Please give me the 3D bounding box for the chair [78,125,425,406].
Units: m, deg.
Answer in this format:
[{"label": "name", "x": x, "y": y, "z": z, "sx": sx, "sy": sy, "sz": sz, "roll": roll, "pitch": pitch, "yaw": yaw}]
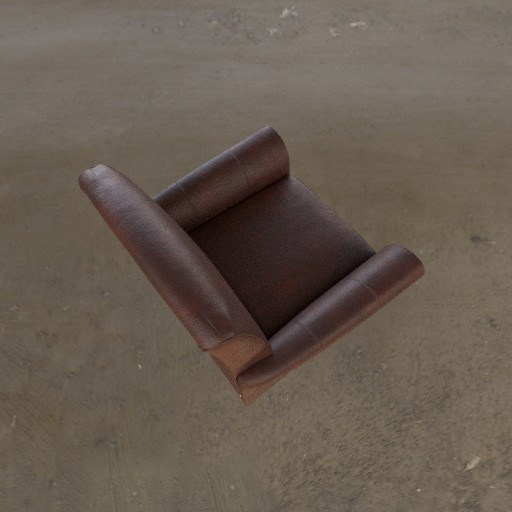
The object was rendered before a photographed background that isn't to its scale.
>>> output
[{"label": "chair", "x": 0.000, "y": 0.000, "z": 1.805, "sx": 0.902, "sy": 1.061, "sz": 0.978, "roll": -34, "pitch": 65, "yaw": -18}]
